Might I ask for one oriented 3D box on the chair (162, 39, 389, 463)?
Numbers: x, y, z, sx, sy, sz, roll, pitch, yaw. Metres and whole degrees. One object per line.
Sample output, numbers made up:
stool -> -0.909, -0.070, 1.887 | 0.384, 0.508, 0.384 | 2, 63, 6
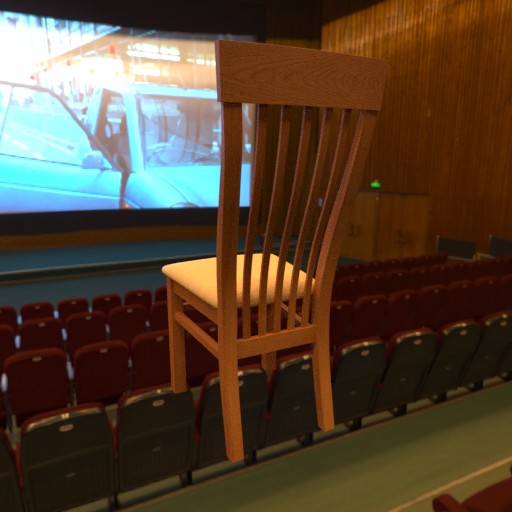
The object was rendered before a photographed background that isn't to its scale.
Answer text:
chair -> 0.000, 0.000, 1.342 | 0.450, 1.050, 0.580 | -7, 14, -26
